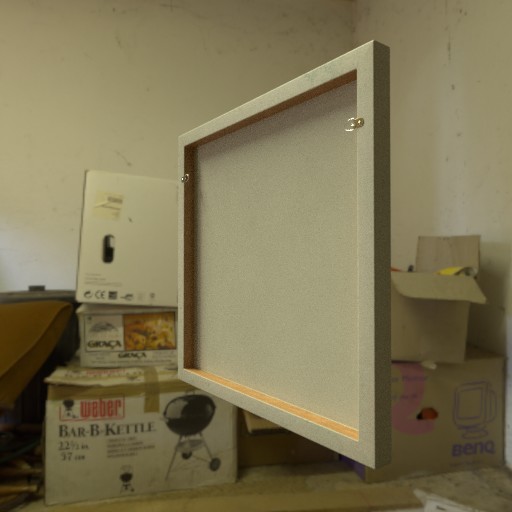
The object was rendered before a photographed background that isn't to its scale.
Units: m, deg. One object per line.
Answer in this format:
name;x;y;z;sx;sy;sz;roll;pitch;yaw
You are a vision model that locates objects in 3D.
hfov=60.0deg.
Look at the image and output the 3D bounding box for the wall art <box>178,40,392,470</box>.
wall art;0.000;0.000;0.884;0.040;0.612;0.612;1;-1;-37
